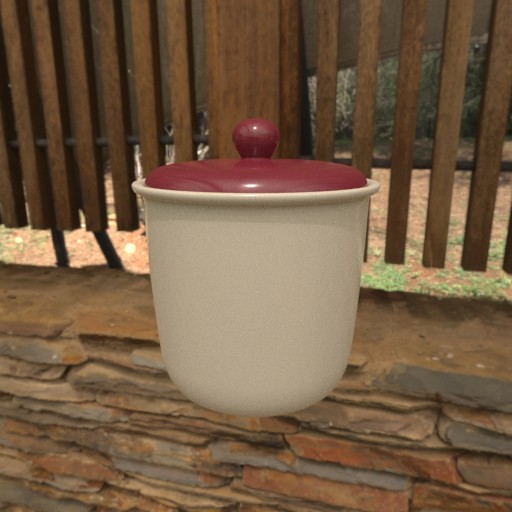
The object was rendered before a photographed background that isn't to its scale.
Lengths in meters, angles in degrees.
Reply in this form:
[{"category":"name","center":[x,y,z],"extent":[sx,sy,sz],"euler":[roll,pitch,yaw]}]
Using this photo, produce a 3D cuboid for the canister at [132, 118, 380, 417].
[{"category":"canister","center":[0.000,0.000,0.350],"extent":[0.182,0.208,0.182],"euler":[0,14,0]}]
